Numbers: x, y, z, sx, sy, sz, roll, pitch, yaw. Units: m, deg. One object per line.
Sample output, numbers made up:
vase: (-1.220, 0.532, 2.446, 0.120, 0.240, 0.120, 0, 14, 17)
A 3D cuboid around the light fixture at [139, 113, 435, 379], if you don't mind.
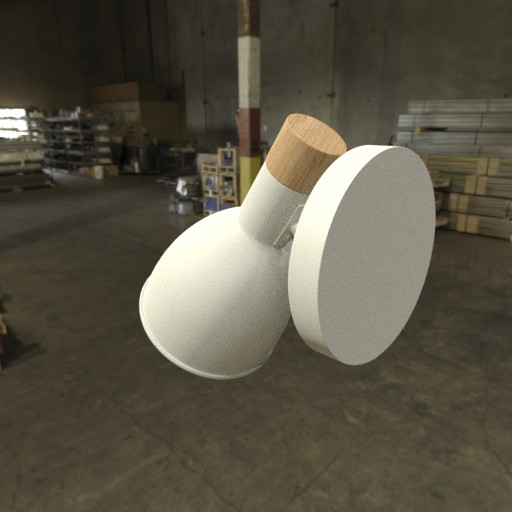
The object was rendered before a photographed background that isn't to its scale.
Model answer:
light fixture: (0.000, 0.000, 0.327, 0.209, 0.199, 0.127, 16, 23, 42)
